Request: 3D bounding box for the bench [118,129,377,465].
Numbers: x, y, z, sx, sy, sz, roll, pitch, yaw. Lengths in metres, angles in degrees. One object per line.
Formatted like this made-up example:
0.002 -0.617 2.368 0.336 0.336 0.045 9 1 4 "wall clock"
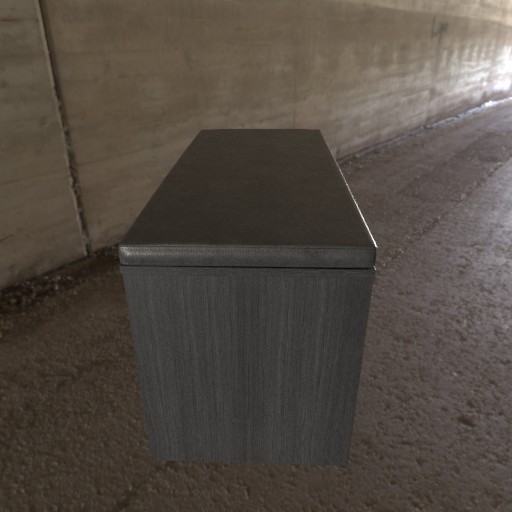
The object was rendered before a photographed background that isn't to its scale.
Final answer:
0.000 0.000 1.186 0.401 0.501 0.905 1 27 2 "bench"
